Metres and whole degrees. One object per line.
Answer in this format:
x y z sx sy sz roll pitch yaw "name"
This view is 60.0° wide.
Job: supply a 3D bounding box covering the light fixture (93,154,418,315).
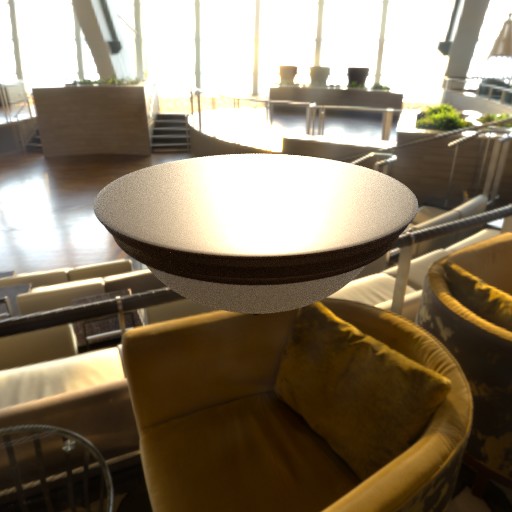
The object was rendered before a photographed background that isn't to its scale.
0.000 0.000 0.431 0.280 0.135 0.280 0 26 0 "light fixture"
